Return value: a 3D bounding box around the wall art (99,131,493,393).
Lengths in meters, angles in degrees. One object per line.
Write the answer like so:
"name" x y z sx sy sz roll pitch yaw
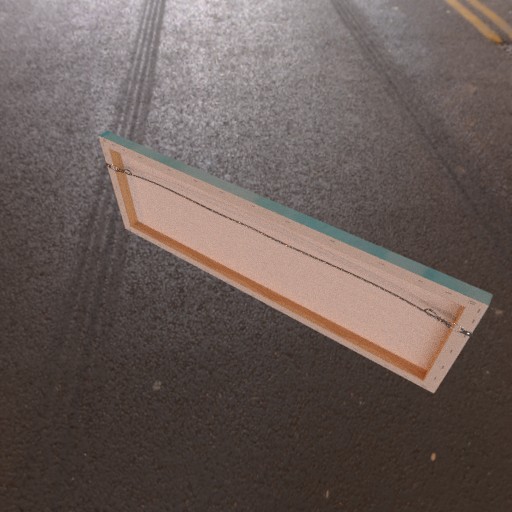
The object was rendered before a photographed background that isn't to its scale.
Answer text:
"wall art" 0.000 0.000 0.831 0.759 0.254 0.044 26 52 23
